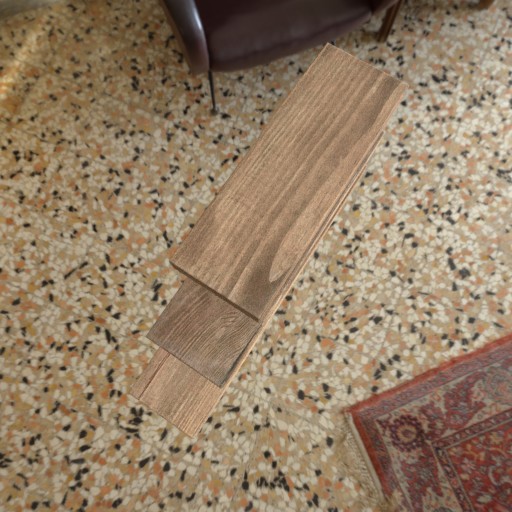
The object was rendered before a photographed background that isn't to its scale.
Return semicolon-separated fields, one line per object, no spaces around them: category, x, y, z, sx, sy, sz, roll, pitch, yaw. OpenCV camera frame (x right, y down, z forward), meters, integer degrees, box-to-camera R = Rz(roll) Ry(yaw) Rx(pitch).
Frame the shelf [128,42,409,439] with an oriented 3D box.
shelf;0.000;0.000;0.729;0.140;0.293;0.610;32;77;8
